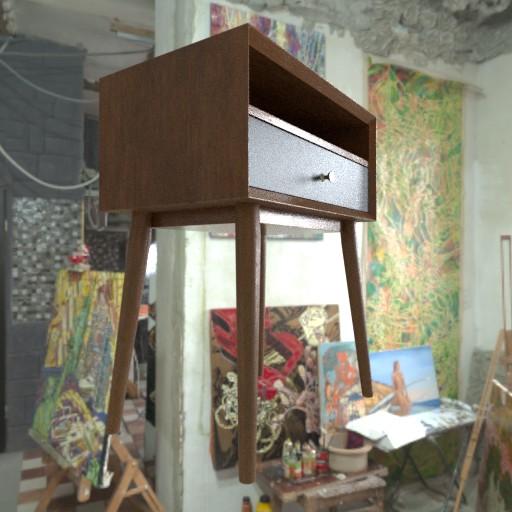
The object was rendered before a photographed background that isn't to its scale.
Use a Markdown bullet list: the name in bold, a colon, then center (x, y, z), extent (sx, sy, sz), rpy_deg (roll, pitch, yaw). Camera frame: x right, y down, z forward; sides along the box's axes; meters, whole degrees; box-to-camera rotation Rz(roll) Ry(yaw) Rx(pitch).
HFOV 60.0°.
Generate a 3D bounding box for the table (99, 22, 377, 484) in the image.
- **table**: center (0.000, 0.000, 0.821), extent (0.307, 0.580, 0.454), rpy_deg (0, 0, 35)
